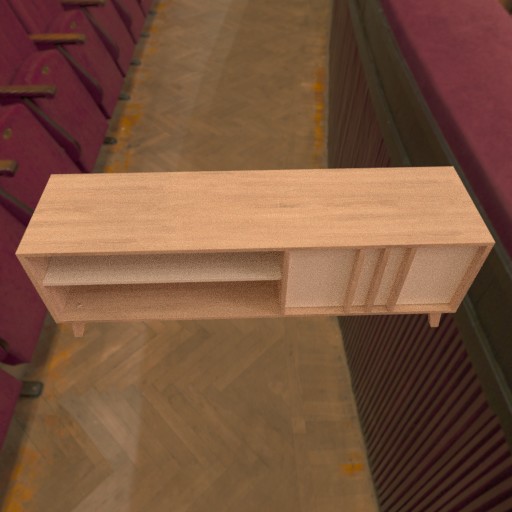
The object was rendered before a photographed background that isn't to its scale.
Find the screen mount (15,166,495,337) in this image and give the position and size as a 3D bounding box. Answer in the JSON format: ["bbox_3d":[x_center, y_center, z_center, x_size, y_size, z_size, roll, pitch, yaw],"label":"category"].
[{"bbox_3d":[0.000,0.000,1.707,1.500,0.510,0.400,-1,48,-1],"label":"screen mount"}]
